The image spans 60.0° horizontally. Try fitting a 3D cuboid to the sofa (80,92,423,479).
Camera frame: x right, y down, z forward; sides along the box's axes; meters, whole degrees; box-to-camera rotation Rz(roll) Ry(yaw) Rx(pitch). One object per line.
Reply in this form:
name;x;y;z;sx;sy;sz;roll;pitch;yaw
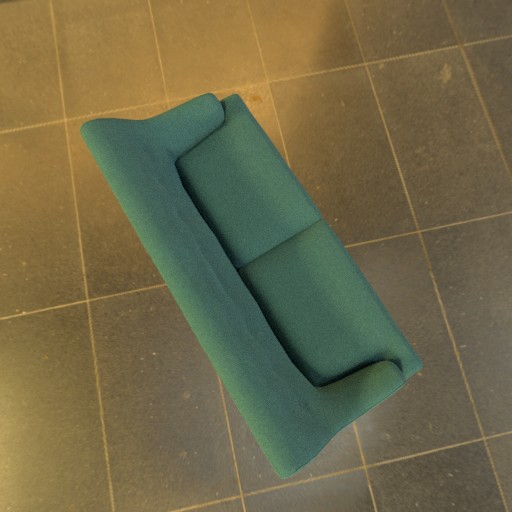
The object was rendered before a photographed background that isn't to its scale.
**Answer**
sofa;0.000;0.000;2.548;0.978;0.871;2.057;-31;78;-7
